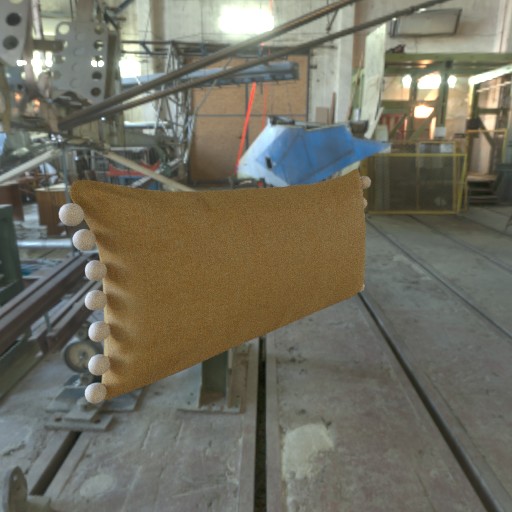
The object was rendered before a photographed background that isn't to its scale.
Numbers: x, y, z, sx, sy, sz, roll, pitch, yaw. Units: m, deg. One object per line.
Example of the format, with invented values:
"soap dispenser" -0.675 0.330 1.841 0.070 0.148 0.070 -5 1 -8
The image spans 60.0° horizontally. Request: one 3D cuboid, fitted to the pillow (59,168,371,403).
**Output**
"pillow" 0.000 0.000 0.830 0.709 0.322 0.201 -14 20 -43
